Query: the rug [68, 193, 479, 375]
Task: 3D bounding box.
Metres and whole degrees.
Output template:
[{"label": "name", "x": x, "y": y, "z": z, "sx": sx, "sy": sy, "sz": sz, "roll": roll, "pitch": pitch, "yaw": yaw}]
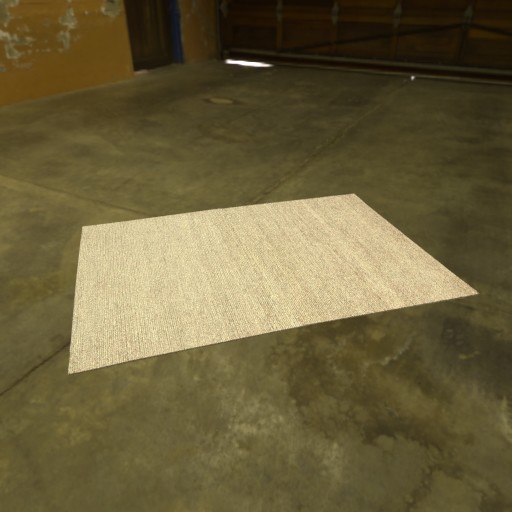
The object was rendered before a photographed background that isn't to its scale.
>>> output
[{"label": "rug", "x": 0.000, "y": 0.000, "z": 3.048, "sx": 2.342, "sy": 0.030, "sz": 1.609, "roll": -8, "pitch": 32, "yaw": -14}]
